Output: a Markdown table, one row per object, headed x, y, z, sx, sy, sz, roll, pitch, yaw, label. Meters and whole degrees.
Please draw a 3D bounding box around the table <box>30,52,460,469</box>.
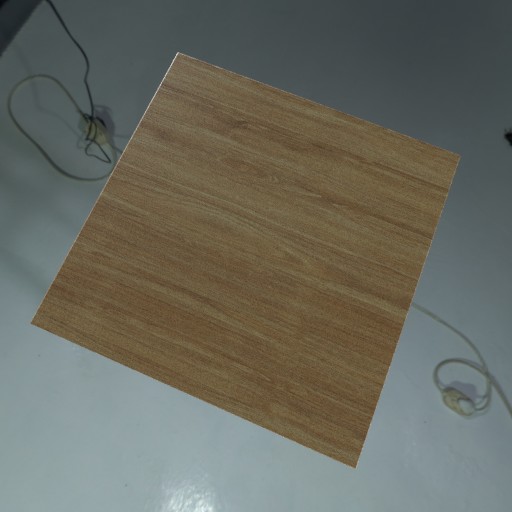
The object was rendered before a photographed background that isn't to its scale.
| x | y | z | sx | sy | sz | roll | pitch | yaw | label |
| --- | --- | --- | --- | --- | --- | --- | --- | --- | --- |
| 0.000 | 0.000 | 1.433 | 0.900 | 0.450 | 0.900 | 22 | 76 | 6 | table |
